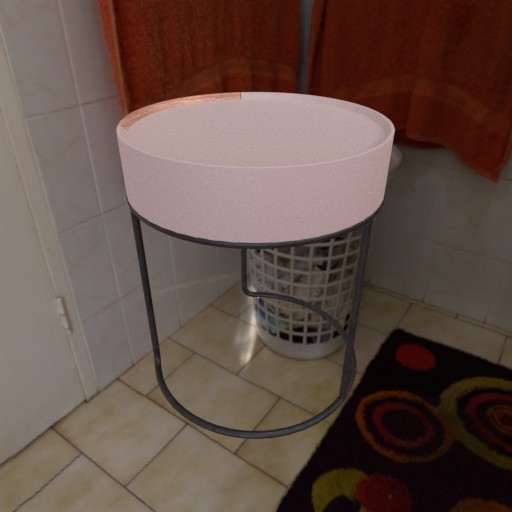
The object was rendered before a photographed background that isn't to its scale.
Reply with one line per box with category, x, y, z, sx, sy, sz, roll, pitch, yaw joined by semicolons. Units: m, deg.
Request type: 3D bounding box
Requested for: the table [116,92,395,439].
table;0.000;0.000;0.875;0.450;0.530;0.450;0;32;0
